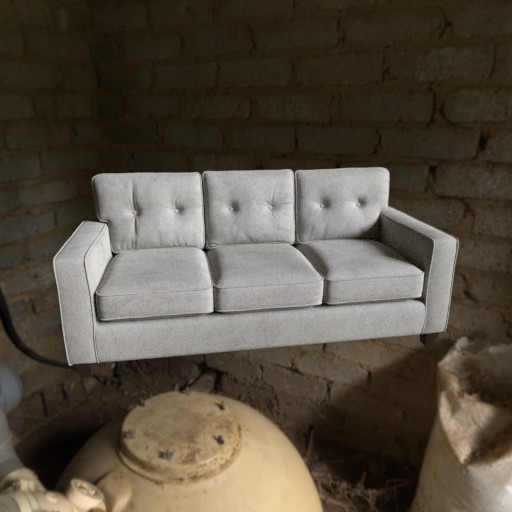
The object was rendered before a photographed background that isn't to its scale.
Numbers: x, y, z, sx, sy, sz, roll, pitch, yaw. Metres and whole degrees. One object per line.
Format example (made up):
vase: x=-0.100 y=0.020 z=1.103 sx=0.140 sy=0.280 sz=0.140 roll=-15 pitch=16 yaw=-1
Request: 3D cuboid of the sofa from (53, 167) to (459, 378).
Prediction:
sofa: x=0.000 y=0.000 z=2.719 sx=2.133 sy=0.965 sz=0.939 roll=-3 pitch=19 yaw=-9
